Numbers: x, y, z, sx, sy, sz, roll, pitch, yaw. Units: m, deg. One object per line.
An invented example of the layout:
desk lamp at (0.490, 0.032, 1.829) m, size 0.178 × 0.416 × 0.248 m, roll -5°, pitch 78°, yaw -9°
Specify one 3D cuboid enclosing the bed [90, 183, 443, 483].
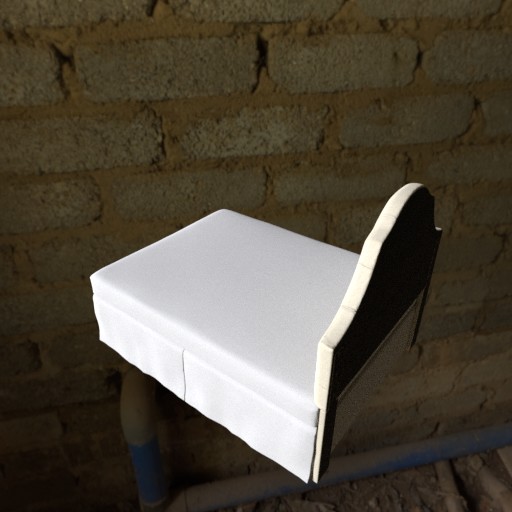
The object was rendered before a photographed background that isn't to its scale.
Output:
bed at (0.000, 0.000, 3.218) m, size 2.092 × 1.575 × 1.627 m, roll 22°, pitch 37°, yaw 32°
